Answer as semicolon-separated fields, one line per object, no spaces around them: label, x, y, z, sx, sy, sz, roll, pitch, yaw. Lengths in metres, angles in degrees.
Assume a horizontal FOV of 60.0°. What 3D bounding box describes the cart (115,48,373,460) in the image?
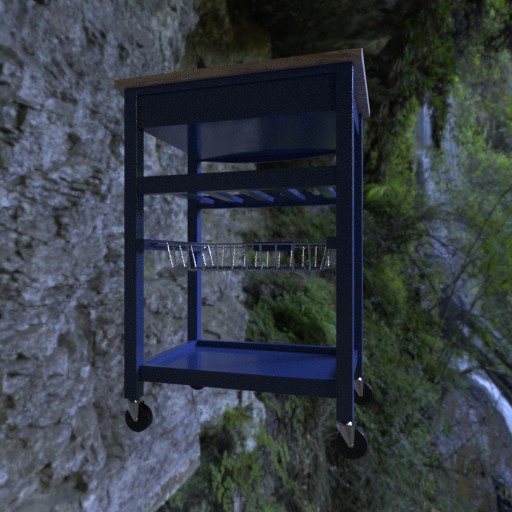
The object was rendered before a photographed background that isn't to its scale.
cart;0.000;0.000;1.165;0.584;0.839;0.403;0;0;17
